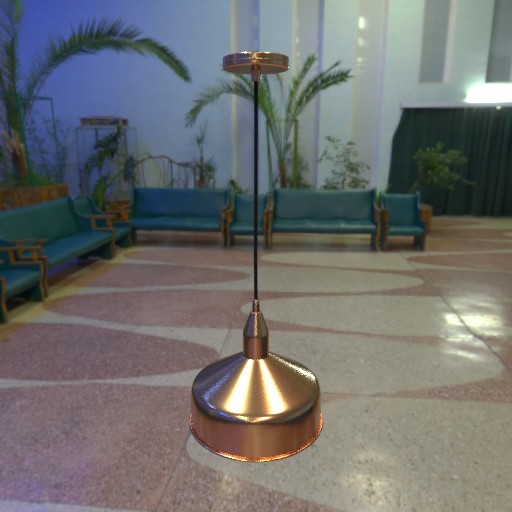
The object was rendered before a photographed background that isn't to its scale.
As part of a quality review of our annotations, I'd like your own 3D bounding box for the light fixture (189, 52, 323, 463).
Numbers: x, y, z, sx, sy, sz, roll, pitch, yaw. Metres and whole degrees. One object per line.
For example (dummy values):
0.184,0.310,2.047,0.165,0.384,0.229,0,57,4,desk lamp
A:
0.000,0.000,0.913,0.301,0.754,0.301,2,14,9,light fixture
